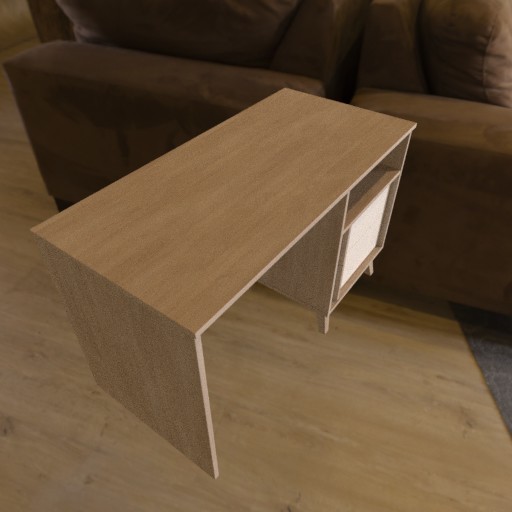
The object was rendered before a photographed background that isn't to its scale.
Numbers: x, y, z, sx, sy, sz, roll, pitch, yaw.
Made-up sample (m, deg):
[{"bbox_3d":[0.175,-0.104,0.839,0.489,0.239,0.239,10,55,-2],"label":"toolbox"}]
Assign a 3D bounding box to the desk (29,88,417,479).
[{"bbox_3d":[0.000,0.000,1.693,0.600,0.770,1.251,26,48,26],"label":"desk"}]
